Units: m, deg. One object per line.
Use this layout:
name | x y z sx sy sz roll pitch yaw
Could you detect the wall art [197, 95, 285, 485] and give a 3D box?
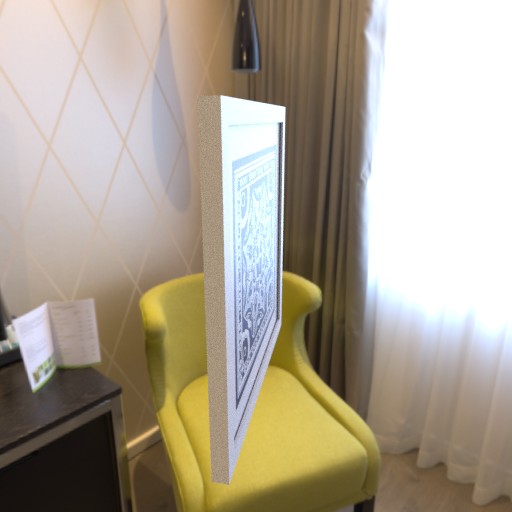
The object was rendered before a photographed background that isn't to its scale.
wall art | 0.000 0.000 0.857 0.028 0.559 0.559 3 18 11
